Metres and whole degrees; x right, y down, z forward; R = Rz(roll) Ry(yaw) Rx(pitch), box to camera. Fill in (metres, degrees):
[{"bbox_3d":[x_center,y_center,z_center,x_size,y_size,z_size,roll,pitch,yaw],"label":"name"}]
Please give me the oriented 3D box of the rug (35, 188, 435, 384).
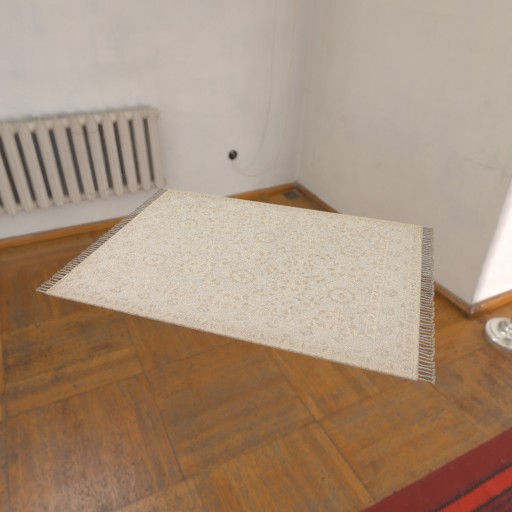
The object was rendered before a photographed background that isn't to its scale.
[{"bbox_3d":[0.000,0.000,2.327,1.771,0.015,1.223,10,34,15],"label":"rug"}]
